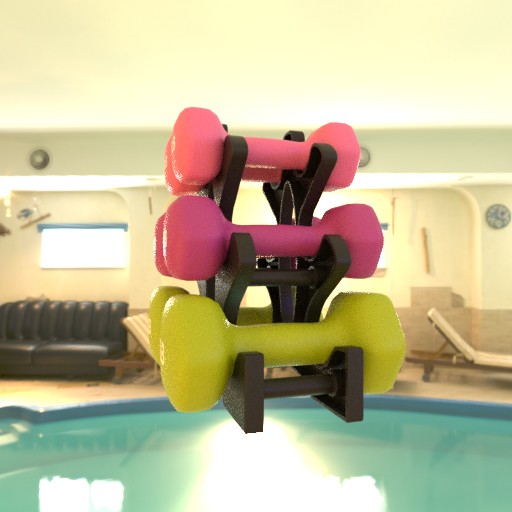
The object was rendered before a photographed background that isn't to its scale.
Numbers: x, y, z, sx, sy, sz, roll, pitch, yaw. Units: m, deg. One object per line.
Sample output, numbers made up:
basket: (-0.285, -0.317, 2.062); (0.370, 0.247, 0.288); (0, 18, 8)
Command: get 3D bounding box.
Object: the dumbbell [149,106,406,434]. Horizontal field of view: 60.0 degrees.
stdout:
dumbbell: (0.000, 0.000, 0.453); (0.203, 0.261, 0.257); (0, -1, -17)
